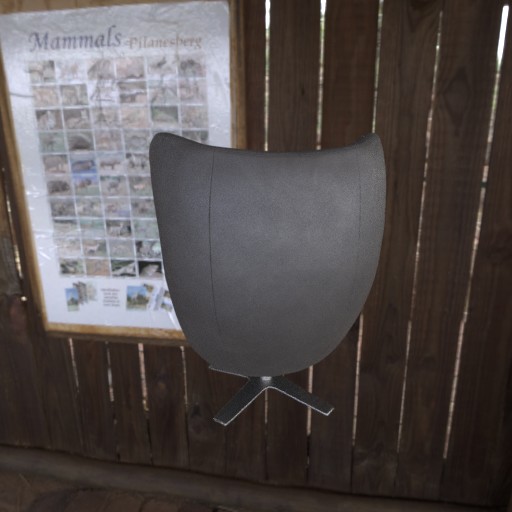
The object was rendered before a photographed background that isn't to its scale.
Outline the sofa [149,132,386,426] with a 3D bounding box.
[{"bbox_3d":[0.000,0.000,2.122,0.894,1.135,1.444,-2,15,-9],"label":"sofa"}]
